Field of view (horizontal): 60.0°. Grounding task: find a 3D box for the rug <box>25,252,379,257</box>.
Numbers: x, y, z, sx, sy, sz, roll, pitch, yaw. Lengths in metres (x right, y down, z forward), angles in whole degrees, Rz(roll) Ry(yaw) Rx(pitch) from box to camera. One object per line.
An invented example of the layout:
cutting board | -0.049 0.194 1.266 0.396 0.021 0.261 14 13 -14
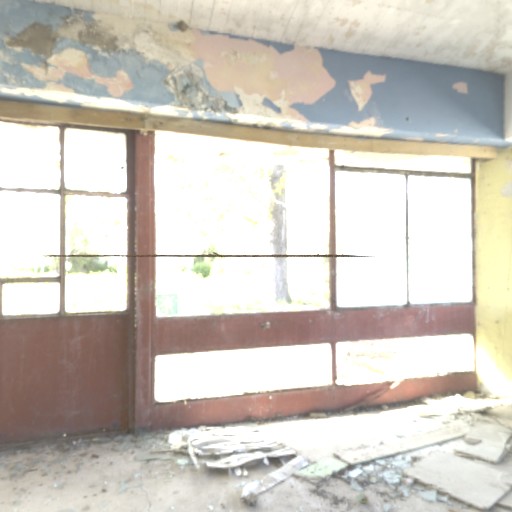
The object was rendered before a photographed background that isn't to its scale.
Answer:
rug | 0.000 0.000 1.853 0.920 0.013 1.541 0 0 18
